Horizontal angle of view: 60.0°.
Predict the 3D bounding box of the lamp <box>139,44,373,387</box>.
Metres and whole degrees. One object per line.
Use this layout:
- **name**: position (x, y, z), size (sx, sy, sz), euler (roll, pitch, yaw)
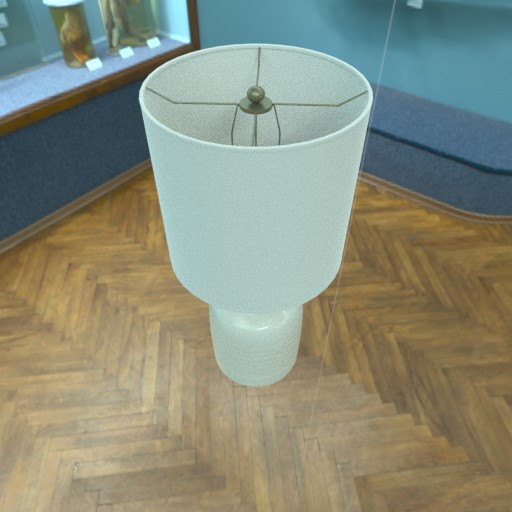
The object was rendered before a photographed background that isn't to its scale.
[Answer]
- **lamp**: position (0.000, 0.000, 0.500), size (0.188, 0.392, 0.188), euler (32, 53, 27)
